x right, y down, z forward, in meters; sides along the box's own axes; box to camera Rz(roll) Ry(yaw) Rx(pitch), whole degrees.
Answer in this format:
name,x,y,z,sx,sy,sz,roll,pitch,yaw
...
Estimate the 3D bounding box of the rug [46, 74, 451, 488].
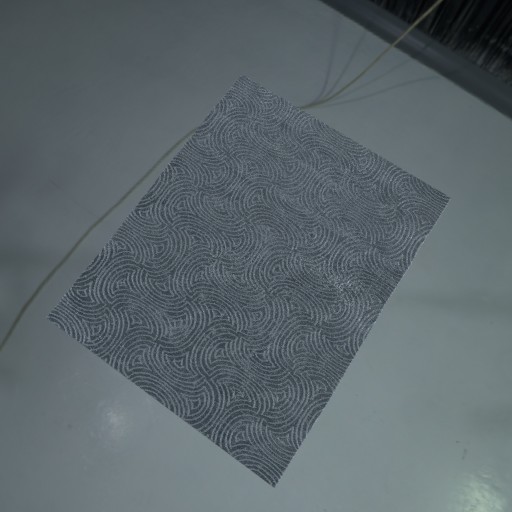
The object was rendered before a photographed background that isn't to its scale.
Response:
name,x,y,z,sx,sy,sz,roll,pitch,yaw
rug,0.000,0.000,4.085,2.456,0.021,3.042,33,78,8
